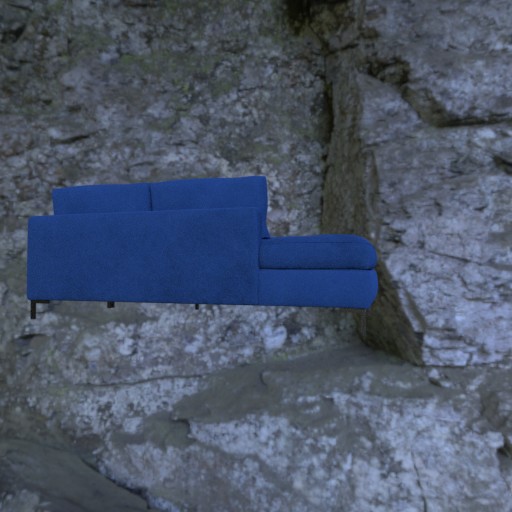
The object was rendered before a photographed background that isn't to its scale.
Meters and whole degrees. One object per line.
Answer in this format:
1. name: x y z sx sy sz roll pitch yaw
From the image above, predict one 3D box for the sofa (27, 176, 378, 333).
1. sofa: 0.000 0.000 3.737 2.007 0.815 2.949 0 -2 16
